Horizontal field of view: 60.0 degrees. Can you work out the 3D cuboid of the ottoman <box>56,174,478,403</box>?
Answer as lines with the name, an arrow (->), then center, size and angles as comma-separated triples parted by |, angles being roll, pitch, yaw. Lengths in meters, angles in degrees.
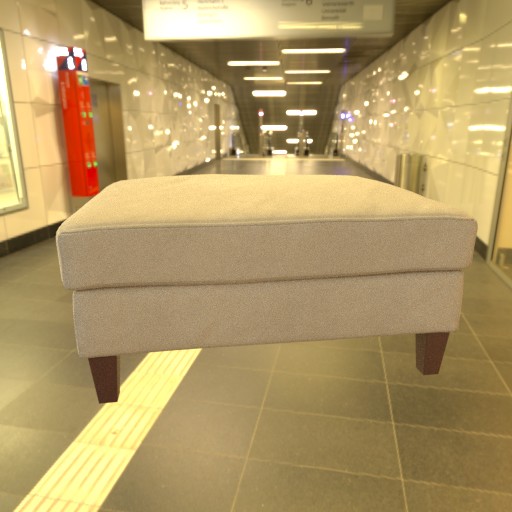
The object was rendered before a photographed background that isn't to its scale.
ottoman -> 0.000, 0.000, 1.444 | 1.002, 0.492, 0.836 | -2, 17, -8
